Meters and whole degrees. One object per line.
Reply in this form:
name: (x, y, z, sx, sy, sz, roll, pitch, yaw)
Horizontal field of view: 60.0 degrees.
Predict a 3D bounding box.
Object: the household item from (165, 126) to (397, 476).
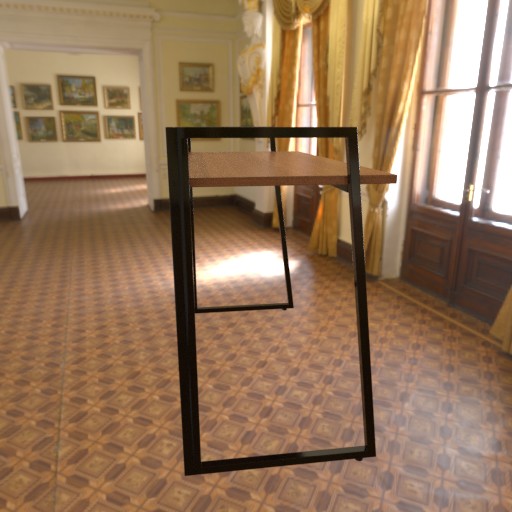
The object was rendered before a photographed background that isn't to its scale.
household item: (0.000, 0.000, 1.536, 0.510, 0.860, 1.050, -2, 16, -7)
